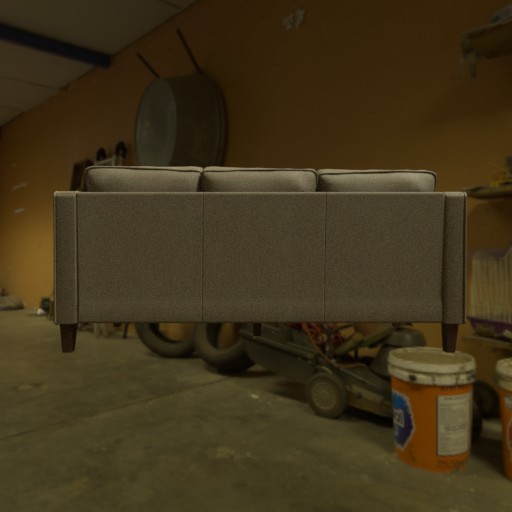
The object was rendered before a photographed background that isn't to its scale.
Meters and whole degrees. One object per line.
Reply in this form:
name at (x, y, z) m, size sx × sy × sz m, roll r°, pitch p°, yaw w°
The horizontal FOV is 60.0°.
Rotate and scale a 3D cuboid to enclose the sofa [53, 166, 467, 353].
sofa at (0.000, 0.000, 3.358) m, size 2.317 × 1.081 × 1.858 m, roll 0°, pitch 0°, yaw -1°
